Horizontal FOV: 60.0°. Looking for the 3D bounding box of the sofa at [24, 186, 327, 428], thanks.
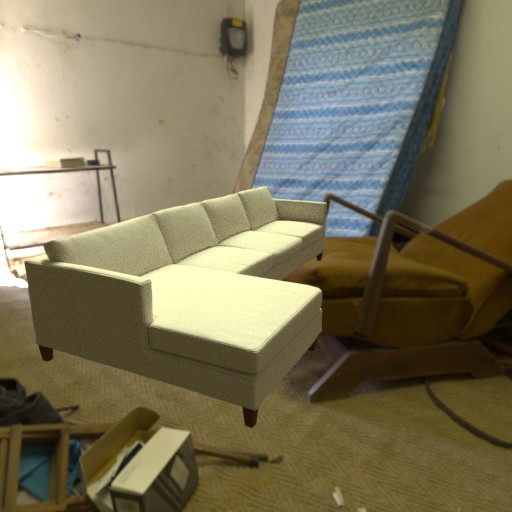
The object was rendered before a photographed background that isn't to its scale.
[{"bbox_3d":[0.000,0.000,3.802,1.625,0.846,3.186,8,17,26],"label":"sofa"}]
